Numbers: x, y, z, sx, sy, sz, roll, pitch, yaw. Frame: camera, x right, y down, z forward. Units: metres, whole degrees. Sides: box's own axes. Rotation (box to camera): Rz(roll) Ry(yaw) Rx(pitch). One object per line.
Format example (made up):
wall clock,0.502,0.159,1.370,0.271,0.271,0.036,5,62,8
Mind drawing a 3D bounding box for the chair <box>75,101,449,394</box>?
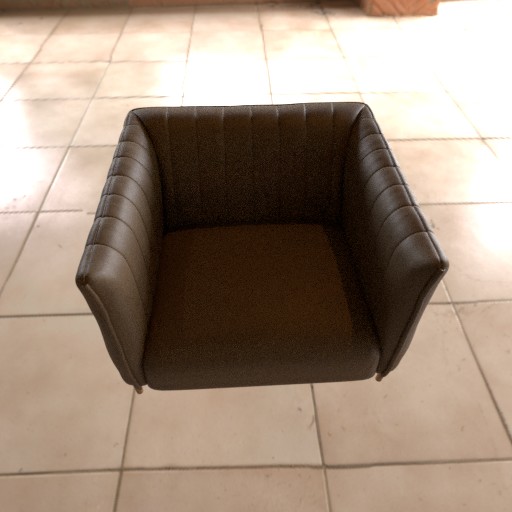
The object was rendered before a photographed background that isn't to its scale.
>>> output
chair,0.000,0.000,1.626,0.981,0.779,0.876,-2,46,-2
